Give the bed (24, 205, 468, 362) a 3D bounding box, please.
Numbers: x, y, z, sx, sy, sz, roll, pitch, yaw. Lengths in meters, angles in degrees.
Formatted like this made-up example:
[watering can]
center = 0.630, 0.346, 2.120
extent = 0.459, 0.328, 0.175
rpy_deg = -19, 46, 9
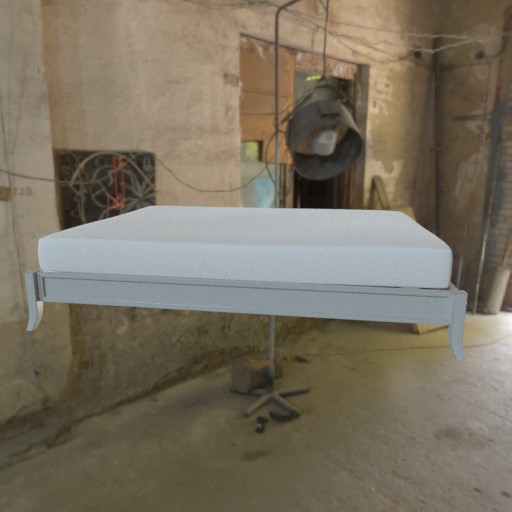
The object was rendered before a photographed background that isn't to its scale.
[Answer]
[bed]
center = 0.000, 0.000, 2.807
extent = 2.108, 0.510, 1.604
rpy_deg = 2, 13, 9
